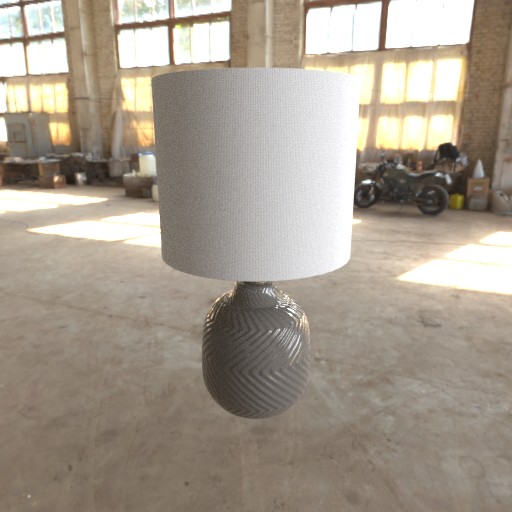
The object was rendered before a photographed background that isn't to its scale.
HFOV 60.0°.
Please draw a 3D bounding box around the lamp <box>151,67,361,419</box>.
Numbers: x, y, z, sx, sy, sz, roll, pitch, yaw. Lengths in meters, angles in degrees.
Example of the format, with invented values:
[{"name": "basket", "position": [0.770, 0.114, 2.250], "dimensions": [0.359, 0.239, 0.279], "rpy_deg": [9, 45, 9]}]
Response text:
[{"name": "lamp", "position": [0.000, 0.000, 0.497], "dimensions": [0.207, 0.366, 0.207], "rpy_deg": [15, 21, 42]}]
